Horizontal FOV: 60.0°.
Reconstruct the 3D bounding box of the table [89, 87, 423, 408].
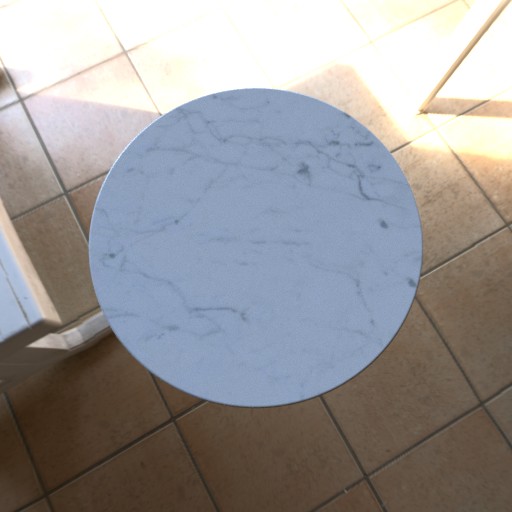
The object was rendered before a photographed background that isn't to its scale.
[{"bbox_3d":[0.000,0.000,1.280,0.800,0.450,0.800,0,75,0],"label":"table"}]
